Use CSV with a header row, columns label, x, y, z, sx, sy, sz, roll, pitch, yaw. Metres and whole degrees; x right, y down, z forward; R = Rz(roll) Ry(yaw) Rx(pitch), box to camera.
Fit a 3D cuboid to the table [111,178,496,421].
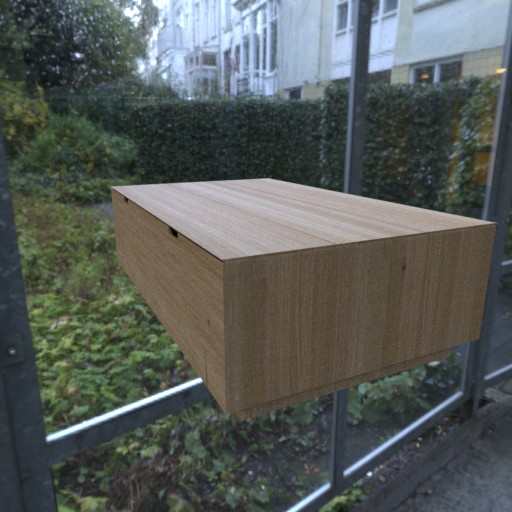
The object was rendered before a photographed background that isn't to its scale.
label,x,y,z,sx,sy,sz,roll,pitch,yaw
table,0.000,0.000,1.396,0.678,0.353,1.110,-8,17,-25
